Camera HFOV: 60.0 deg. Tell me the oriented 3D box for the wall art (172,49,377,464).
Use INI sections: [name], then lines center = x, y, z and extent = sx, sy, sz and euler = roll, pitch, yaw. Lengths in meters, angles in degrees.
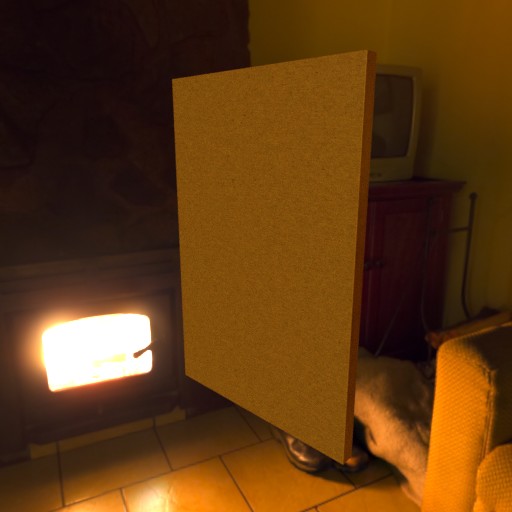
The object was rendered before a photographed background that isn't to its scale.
[wall art]
center = 0.000, 0.000, 1.159
extent = 0.610, 0.914, 0.037
euler = 14, 20, 42
